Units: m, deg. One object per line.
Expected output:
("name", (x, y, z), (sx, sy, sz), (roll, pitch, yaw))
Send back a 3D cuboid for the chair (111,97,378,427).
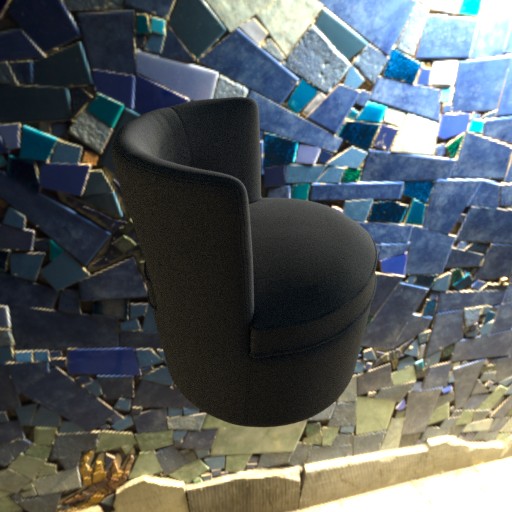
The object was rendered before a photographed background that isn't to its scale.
("chair", (0.000, 0.000, 1.231), (0.660, 0.719, 0.689), (1, 31, 2))
